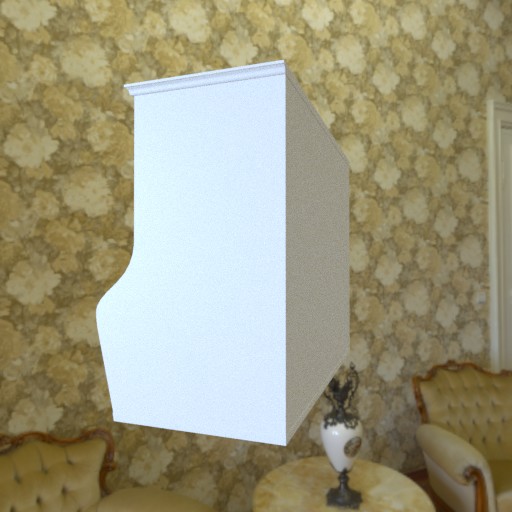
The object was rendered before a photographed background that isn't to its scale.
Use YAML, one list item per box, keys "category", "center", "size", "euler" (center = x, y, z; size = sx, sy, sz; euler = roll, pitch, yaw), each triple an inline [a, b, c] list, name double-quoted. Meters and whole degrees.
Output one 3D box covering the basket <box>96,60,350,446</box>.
- category: "basket"
  center: [0.000, 0.000, 1.148]
  size: [0.376, 0.625, 0.792]
  euler: [0, -1, 19]
